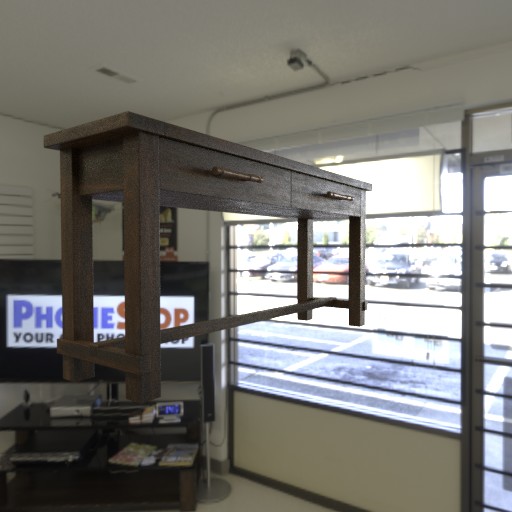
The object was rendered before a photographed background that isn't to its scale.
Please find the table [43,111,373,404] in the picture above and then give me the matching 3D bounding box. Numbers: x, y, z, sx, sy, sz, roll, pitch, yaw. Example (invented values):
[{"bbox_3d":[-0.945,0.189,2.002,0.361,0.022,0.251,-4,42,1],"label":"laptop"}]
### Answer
[{"bbox_3d":[0.000,0.000,1.877,0.442,0.762,1.599,1,1,37],"label":"table"}]
